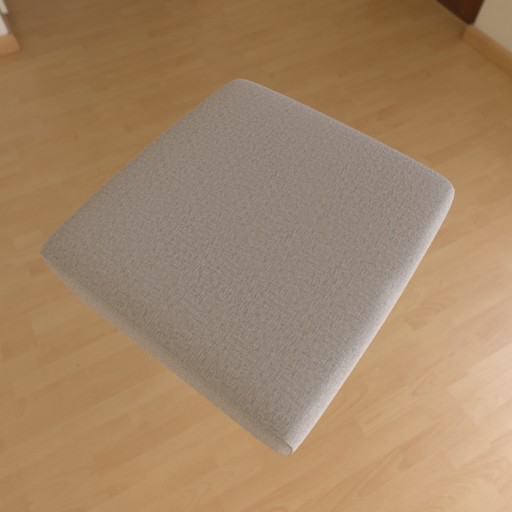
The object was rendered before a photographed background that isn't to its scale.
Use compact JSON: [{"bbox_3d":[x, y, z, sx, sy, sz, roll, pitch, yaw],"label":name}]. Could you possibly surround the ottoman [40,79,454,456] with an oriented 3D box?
[{"bbox_3d":[0.000,0.000,1.054,0.648,0.399,0.655,32,65,17],"label":"ottoman"}]
